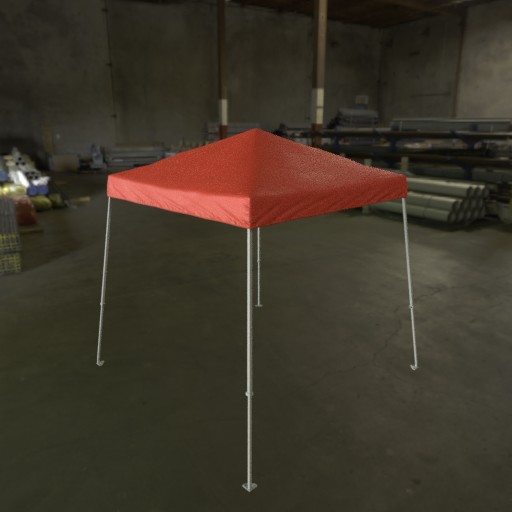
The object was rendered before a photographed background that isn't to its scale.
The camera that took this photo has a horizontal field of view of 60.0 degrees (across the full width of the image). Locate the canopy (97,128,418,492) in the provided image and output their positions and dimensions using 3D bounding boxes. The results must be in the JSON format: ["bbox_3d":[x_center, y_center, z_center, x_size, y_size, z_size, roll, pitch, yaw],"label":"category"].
[{"bbox_3d":[0.000,0.000,5.157,2.850,2.850,2.849,-15,21,-41],"label":"canopy"}]
